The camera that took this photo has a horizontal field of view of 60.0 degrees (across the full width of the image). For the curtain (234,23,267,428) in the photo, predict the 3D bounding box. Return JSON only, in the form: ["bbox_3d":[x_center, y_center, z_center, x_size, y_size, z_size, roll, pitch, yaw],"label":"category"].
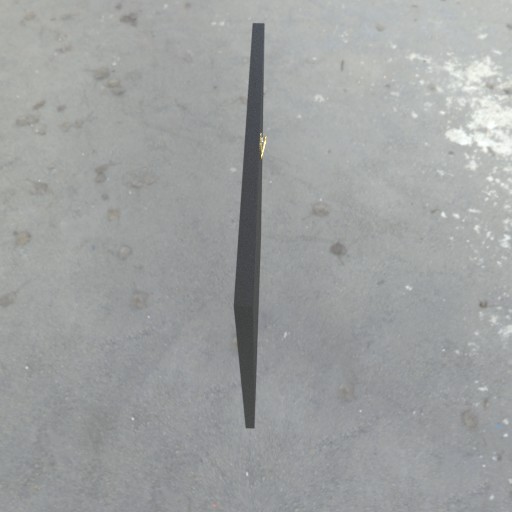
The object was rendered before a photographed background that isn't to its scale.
[{"bbox_3d":[0.000,0.000,0.805,0.027,0.585,0.483,2,58,1],"label":"curtain"}]
